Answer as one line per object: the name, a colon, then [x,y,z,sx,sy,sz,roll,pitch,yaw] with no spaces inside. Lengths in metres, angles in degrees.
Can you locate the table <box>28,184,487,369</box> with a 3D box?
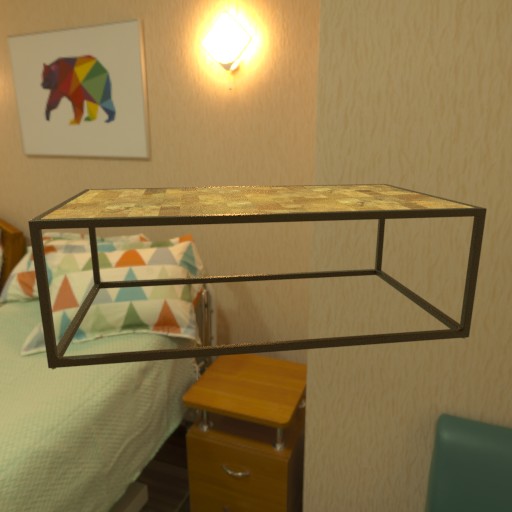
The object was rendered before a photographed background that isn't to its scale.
table: [0.000,0.000,1.504,1.199,0.398,0.649,-2,15,-9]
